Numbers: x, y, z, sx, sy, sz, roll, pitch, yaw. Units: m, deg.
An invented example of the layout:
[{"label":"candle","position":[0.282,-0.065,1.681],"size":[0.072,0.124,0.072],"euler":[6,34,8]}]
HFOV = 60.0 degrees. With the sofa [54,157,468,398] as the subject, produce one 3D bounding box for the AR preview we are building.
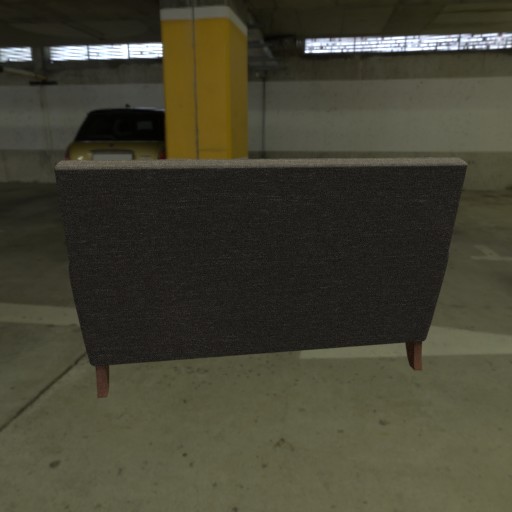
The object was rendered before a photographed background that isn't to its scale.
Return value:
[{"label":"sofa","position":[0.000,0.000,2.029],"size":[1.509,0.905,0.867],"euler":[-2,15,-9]}]
